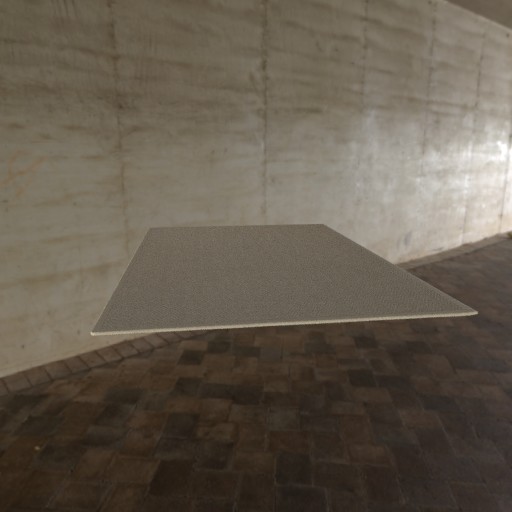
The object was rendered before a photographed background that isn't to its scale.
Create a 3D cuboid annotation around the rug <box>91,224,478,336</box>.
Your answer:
[{"bbox_3d":[0.000,0.000,2.791,1.532,0.017,2.244,-2,14,-8],"label":"rug"}]
